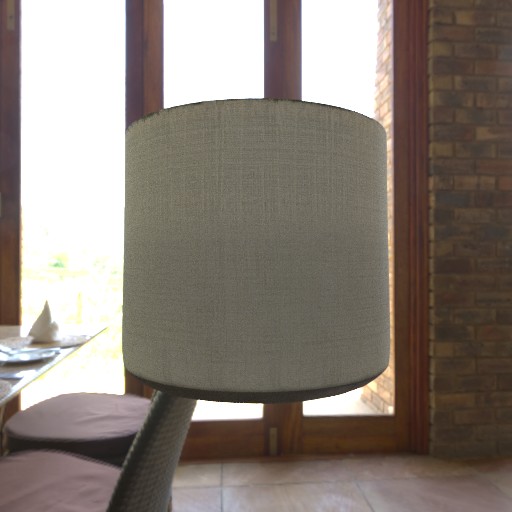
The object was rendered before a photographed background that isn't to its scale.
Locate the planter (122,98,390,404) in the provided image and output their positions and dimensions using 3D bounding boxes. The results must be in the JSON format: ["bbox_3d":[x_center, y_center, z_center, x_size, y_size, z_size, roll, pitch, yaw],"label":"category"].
[{"bbox_3d":[0.000,0.000,0.390,0.226,0.201,0.226,0,-1,0],"label":"planter"}]
